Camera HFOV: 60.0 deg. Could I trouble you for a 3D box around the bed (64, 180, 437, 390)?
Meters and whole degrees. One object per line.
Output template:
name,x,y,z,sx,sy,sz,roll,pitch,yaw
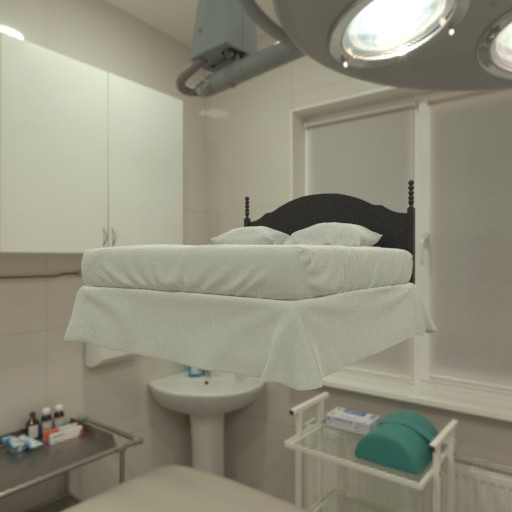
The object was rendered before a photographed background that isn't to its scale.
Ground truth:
bed,0.000,0.000,3.657,2.322,1.355,2.219,0,0,37
